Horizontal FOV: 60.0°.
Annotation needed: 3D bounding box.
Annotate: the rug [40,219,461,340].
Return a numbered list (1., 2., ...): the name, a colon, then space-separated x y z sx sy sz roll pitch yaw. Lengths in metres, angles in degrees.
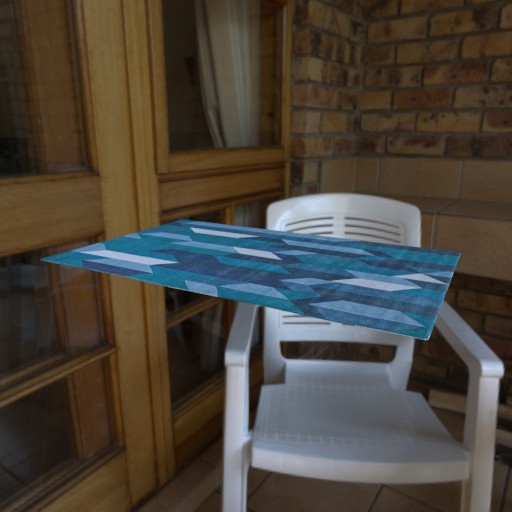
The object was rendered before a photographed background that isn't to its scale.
1. rug: 0.000 0.000 3.000 2.420 0.005 1.528 9 18 27
